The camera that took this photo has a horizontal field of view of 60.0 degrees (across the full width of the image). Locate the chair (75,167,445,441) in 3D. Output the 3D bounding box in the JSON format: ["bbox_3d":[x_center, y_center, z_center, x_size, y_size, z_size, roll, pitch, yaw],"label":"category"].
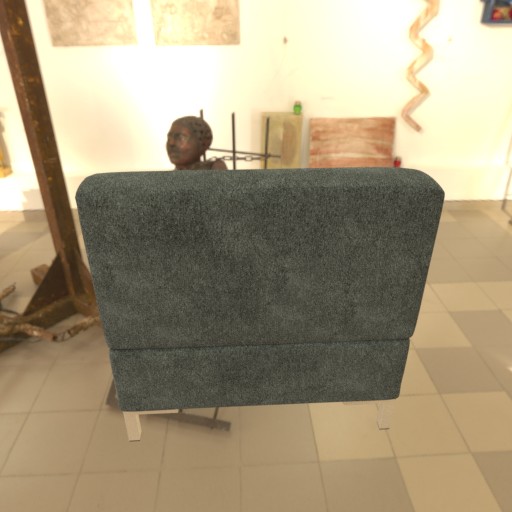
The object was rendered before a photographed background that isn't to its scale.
[{"bbox_3d":[0.000,0.000,1.220,0.680,0.660,0.680,-2,29,-3],"label":"chair"}]
